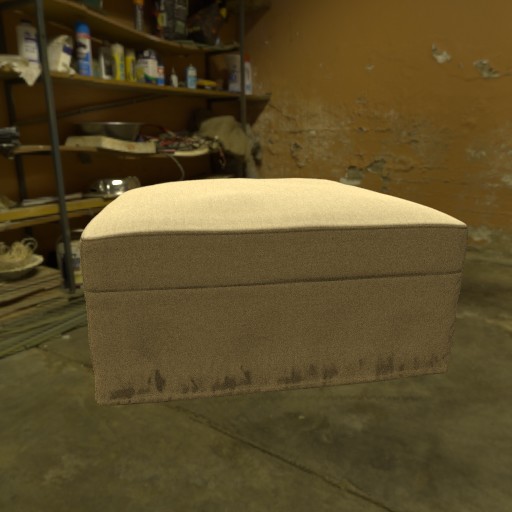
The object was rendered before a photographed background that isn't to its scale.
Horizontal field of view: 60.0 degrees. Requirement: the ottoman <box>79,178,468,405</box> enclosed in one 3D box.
[{"bbox_3d":[0.000,0.000,1.332,0.843,0.436,0.840,-2,15,-9],"label":"ottoman"}]
